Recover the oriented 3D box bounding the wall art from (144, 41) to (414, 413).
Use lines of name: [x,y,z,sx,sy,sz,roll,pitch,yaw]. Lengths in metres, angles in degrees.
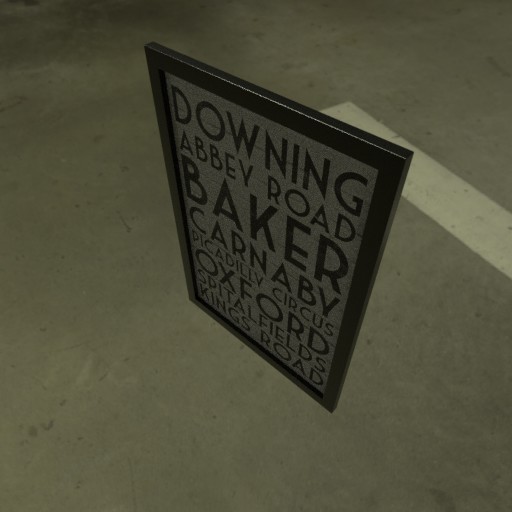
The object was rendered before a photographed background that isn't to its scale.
wall art: [0.000,0.000,0.550,0.304,0.432,0.013,34,55,27]
